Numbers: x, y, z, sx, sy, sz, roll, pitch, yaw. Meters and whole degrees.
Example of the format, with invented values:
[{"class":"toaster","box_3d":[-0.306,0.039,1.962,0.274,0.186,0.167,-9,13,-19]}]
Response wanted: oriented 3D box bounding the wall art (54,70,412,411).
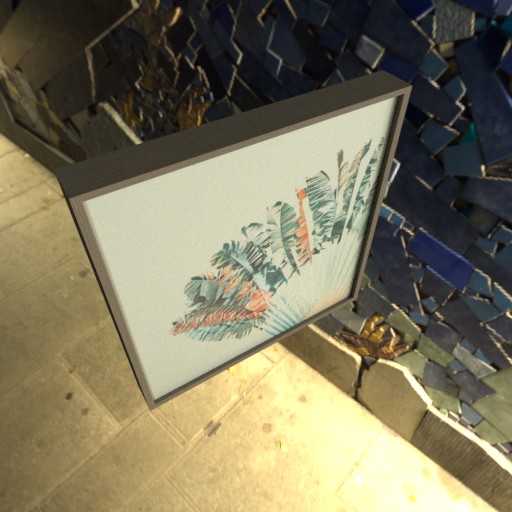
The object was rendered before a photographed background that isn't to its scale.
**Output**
[{"class":"wall art","box_3d":[0.000,0.000,0.458,0.304,0.303,0.038,-24,50,-22]}]
